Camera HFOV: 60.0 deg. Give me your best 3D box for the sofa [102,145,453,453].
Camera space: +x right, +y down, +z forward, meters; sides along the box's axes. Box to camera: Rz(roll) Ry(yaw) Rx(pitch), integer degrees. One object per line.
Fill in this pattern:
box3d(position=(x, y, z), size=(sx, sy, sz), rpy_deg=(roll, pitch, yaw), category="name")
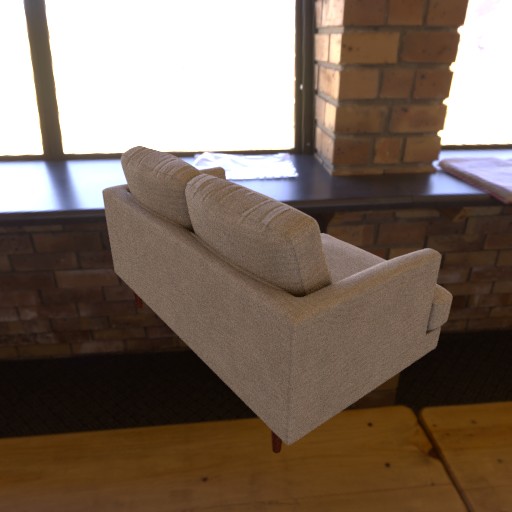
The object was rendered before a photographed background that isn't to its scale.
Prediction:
box3d(position=(0.000, 0.000, 2.152), size=(0.903, 0.944, 1.582), rpy_deg=(-19, 32, -33), category="sofa")
